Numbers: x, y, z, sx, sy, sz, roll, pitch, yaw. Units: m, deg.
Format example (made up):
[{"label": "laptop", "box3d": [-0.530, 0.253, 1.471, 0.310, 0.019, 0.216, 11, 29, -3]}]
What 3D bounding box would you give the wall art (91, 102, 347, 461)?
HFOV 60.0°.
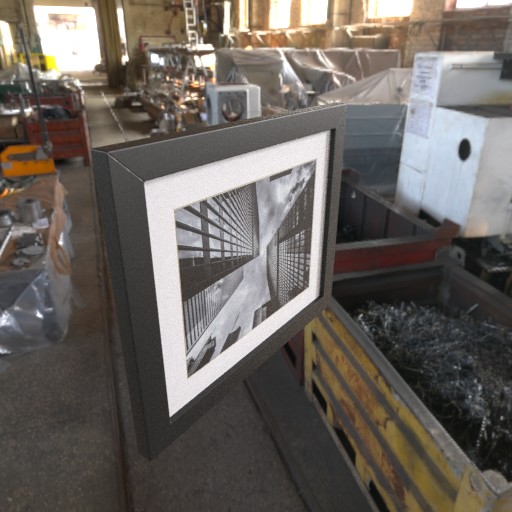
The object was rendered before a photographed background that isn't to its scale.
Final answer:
[{"label": "wall art", "box3d": [0.000, 0.000, 0.766, 0.031, 0.457, 0.558, 18, 30, 33]}]
